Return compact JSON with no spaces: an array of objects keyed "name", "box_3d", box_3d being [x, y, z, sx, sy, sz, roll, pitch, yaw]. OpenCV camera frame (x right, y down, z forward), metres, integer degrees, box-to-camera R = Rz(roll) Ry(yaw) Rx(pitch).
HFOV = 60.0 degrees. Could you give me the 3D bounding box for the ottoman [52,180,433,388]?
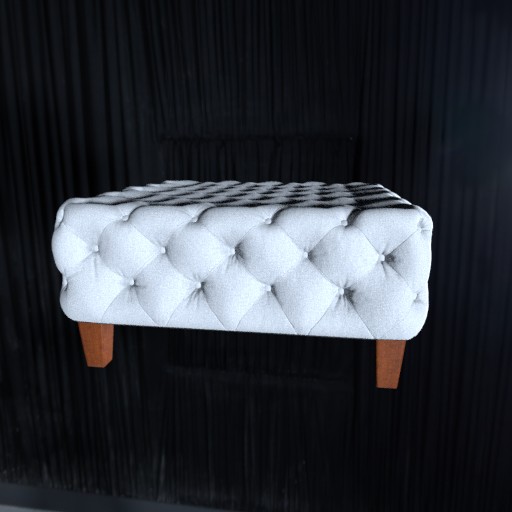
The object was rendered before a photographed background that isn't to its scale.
[{"name":"ottoman","box_3d":[0.000,0.000,1.199,0.764,0.365,0.758,2,13,8]}]
